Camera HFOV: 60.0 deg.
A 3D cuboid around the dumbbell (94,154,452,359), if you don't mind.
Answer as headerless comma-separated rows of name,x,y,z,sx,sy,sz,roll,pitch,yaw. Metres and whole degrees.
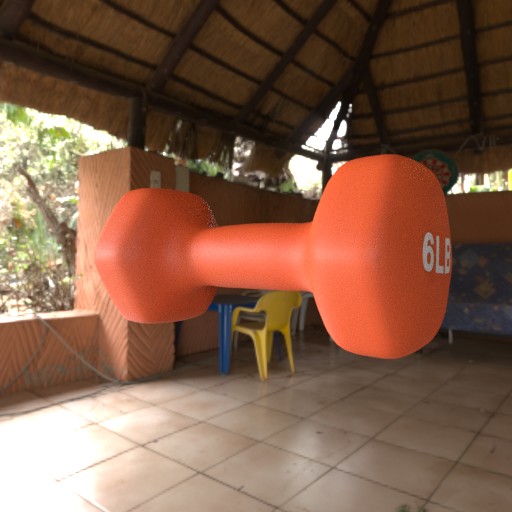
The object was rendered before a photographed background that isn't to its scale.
dumbbell,0.000,0.000,0.204,0.162,0.071,0.079,0,0,38
